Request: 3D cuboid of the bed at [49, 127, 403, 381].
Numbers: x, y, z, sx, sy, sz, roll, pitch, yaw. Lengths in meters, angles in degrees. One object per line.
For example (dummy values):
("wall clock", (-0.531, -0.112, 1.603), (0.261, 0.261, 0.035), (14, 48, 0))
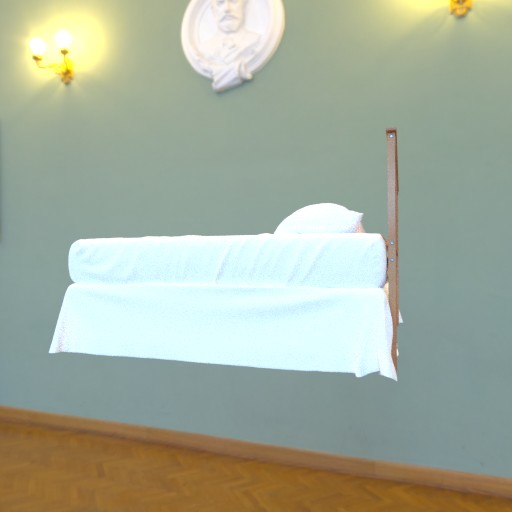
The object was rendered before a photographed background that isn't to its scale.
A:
("bed", (0.000, 0.000, 3.517), (2.215, 1.270, 2.317), (0, -1, 18))
